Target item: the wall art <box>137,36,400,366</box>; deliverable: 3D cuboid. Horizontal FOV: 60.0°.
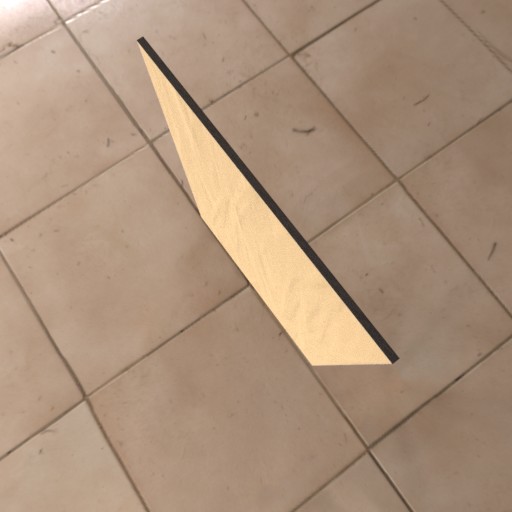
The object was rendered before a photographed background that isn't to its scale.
[{"bbox_3d":[0.000,0.000,1.381,0.016,1.116,0.810,-36,79,-8],"label":"wall art"}]
